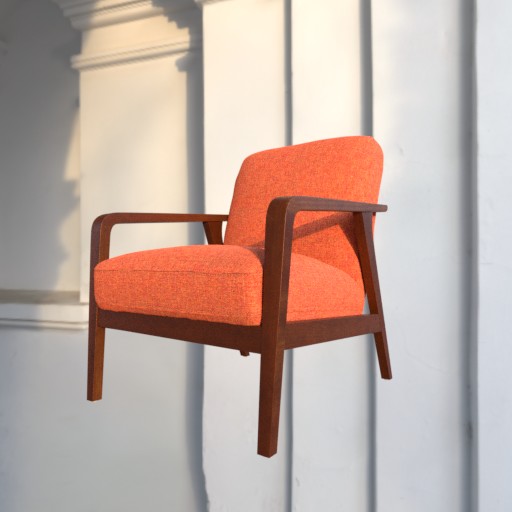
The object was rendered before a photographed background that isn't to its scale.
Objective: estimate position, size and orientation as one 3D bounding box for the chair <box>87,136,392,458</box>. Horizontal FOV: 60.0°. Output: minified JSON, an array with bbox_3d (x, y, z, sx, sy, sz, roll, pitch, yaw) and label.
[{"bbox_3d":[0.000,0.000,1.491,0.719,0.890,0.860,0,0,36],"label":"chair"}]
